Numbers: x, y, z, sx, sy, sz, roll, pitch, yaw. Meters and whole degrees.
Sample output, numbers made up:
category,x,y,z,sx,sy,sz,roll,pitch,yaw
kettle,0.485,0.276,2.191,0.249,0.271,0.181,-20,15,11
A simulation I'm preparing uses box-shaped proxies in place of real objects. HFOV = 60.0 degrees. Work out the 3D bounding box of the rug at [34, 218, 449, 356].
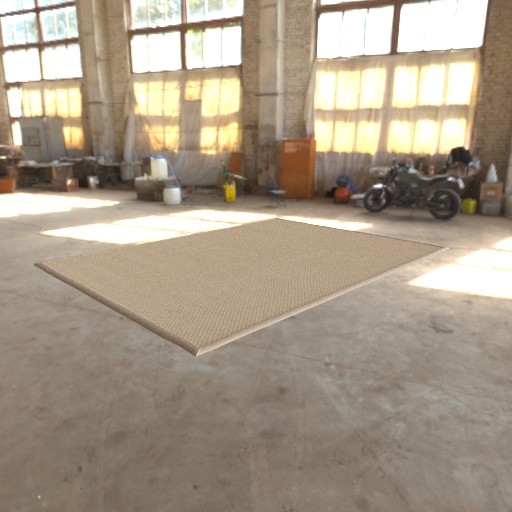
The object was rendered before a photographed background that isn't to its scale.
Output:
category,x,y,z,sx,sy,sz,roll,pitch,yaw
rug,0.000,0.000,2.707,2.081,0.020,1.525,-15,21,-43
